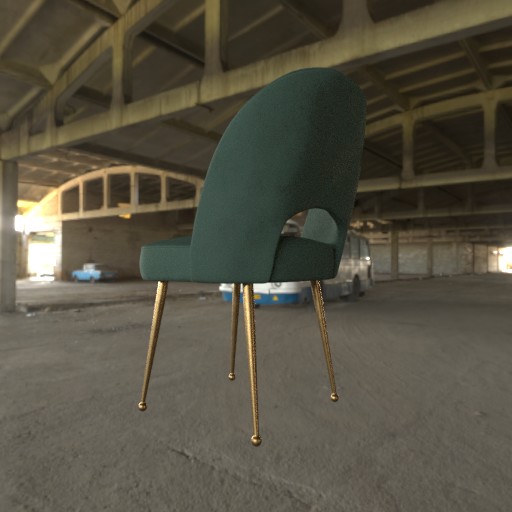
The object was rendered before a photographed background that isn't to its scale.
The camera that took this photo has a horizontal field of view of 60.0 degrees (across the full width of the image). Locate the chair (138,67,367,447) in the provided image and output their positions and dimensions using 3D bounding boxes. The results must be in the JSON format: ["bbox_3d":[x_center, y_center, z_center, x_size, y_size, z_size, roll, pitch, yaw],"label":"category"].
[{"bbox_3d":[0.000,0.000,1.242,0.577,0.860,0.527,0,-1,36],"label":"chair"}]
